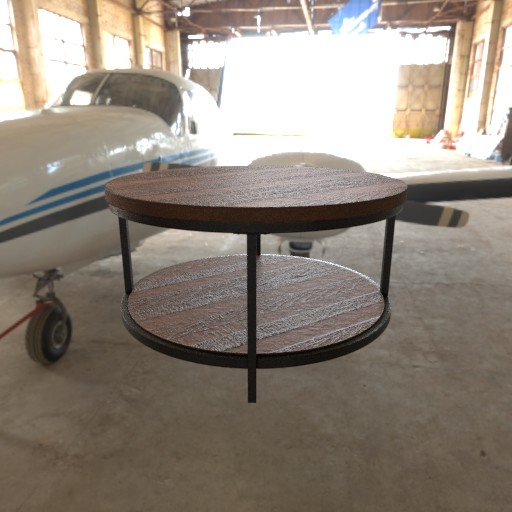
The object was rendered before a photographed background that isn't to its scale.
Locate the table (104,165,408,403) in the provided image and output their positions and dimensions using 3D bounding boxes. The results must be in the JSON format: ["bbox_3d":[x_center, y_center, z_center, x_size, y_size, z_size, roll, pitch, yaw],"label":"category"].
[{"bbox_3d":[0.000,0.000,1.354,0.837,0.462,0.837,0,17,0],"label":"table"}]
